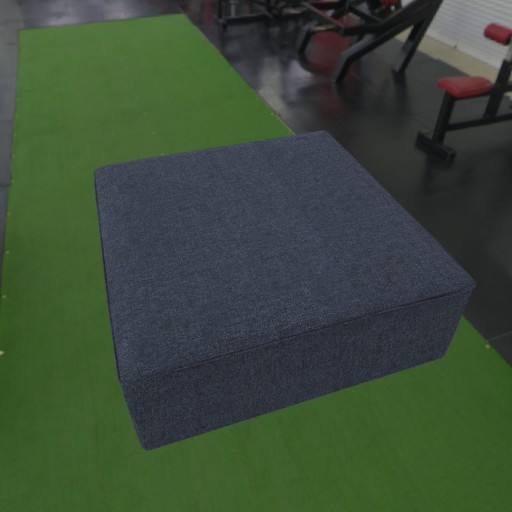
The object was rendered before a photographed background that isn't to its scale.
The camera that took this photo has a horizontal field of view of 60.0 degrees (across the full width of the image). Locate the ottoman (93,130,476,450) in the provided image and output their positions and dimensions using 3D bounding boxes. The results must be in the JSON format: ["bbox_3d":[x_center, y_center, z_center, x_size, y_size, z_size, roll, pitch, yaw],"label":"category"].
[{"bbox_3d":[0.000,0.000,1.592,1.017,0.423,1.023,-12,44,-13],"label":"ottoman"}]
